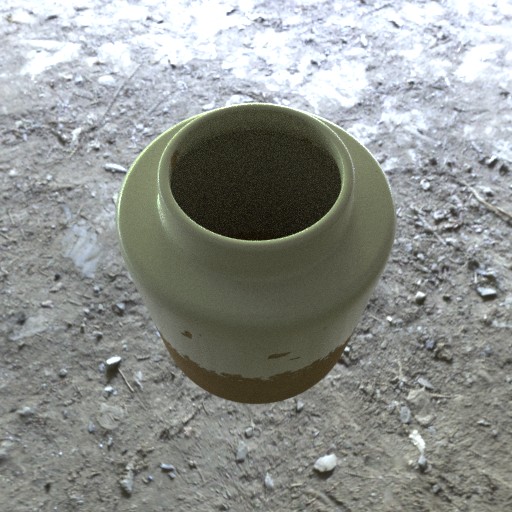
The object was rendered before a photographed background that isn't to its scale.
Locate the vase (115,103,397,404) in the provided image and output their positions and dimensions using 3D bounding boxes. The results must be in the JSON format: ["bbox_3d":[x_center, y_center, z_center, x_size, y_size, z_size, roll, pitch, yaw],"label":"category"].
[{"bbox_3d":[0.000,0.000,0.290,0.153,0.167,0.153,0,58,0],"label":"vase"}]
